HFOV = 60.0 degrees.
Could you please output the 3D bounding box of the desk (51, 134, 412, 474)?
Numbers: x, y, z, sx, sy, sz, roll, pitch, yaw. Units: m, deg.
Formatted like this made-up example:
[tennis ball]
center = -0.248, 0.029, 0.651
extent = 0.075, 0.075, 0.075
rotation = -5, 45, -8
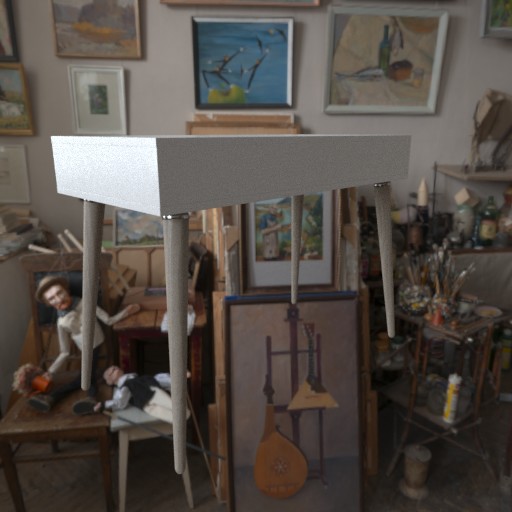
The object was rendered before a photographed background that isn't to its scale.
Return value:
[desk]
center = 0.000, 0.000, 1.378
extent = 0.491, 0.723, 0.979
rotation = 15, 22, 43
